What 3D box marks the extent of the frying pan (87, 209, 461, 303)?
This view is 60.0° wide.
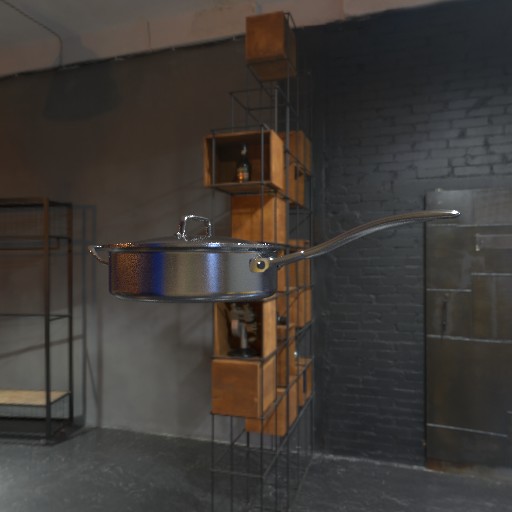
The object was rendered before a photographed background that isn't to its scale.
[{"bbox_3d":[0.000,0.000,0.582,0.492,0.111,0.245,0,-1,20],"label":"frying pan"}]
